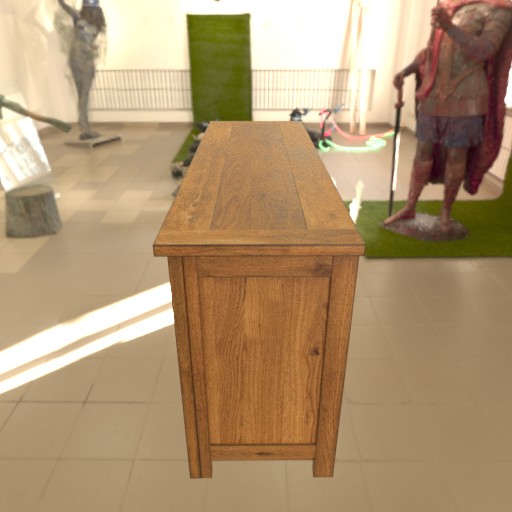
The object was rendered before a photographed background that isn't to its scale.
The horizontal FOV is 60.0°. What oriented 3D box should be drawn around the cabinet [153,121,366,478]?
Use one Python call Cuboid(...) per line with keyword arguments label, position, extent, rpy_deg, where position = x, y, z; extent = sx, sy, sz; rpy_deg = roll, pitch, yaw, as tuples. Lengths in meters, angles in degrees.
Cuboid(label="cabinet", position=(0.000, 0.000, 1.823), extent=(0.480, 0.813, 1.474), rpy_deg=(0, 27, 0))
